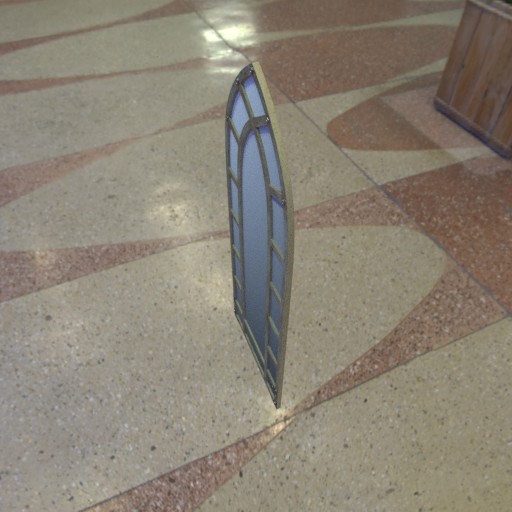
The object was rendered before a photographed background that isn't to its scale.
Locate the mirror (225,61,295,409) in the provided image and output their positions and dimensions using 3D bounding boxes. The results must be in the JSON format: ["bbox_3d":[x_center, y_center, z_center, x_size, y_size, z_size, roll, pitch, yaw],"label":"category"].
[{"bbox_3d":[0.000,0.000,1.349,0.025,1.175,0.464,-16,49,-14],"label":"mirror"}]
